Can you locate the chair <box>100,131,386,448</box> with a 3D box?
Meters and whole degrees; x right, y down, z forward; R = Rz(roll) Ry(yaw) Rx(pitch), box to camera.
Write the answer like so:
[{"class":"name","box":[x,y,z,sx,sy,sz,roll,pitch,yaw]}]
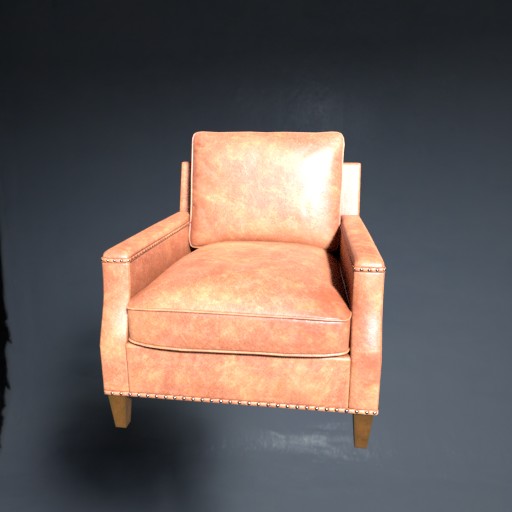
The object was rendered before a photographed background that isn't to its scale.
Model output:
[{"class":"chair","box":[0.000,0.000,1.712,0.853,0.943,1.014,2,15,7]}]
